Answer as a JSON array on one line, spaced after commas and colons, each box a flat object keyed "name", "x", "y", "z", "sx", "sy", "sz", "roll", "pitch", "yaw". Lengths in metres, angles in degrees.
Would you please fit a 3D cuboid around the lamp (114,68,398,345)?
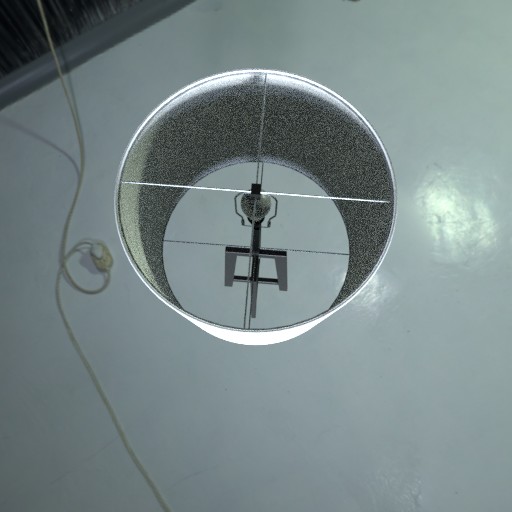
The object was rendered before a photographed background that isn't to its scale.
[{"name": "lamp", "x": 0.000, "y": 0.000, "z": 0.636, "sx": 0.257, "sy": 0.489, "sz": 0.257, "roll": -39, "pitch": 79, "yaw": -9}]
